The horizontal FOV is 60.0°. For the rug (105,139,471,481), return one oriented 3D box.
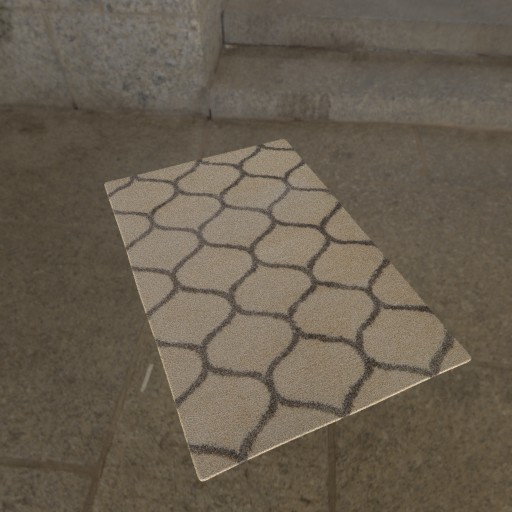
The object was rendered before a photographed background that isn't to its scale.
[{"bbox_3d":[0.000,0.000,3.378,1.801,0.026,2.701,-18,50,-16],"label":"rug"}]
